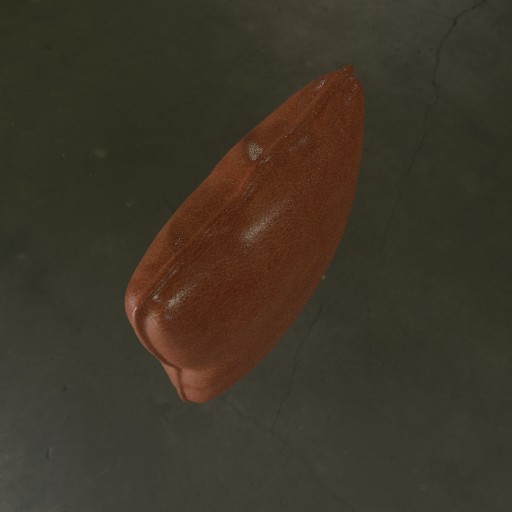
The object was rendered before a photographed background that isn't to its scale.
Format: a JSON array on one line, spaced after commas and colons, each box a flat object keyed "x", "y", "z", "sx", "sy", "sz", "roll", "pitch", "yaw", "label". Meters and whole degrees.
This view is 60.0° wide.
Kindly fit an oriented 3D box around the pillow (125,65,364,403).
[{"x": 0.000, "y": 0.000, "z": 0.819, "sx": 0.236, "sy": 0.523, "sz": 0.532, "roll": 31, "pitch": 66, "yaw": 16, "label": "pillow"}]
